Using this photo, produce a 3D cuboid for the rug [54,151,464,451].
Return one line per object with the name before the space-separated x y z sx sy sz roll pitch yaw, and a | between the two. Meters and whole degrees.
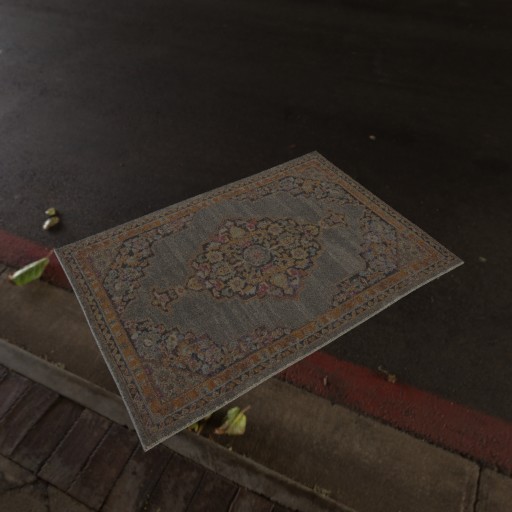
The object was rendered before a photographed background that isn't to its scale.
rug | 0.000 0.000 3.810 2.901 0.026 2.043 -25 51 -22
